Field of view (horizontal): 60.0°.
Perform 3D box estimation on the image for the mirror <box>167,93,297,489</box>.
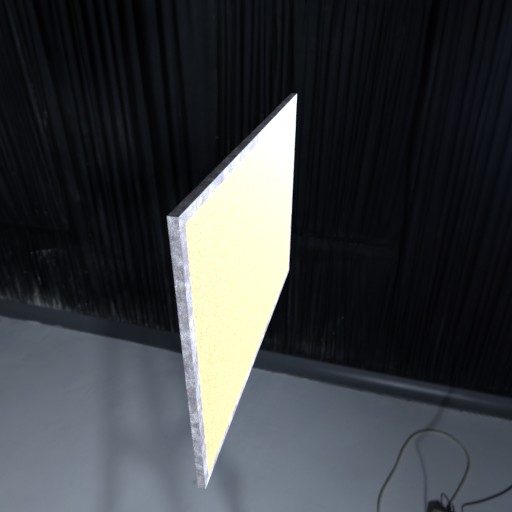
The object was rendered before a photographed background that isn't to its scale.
[{"bbox_3d":[0.000,0.000,1.424,0.022,0.795,1.101,8,32,13],"label":"mirror"}]
